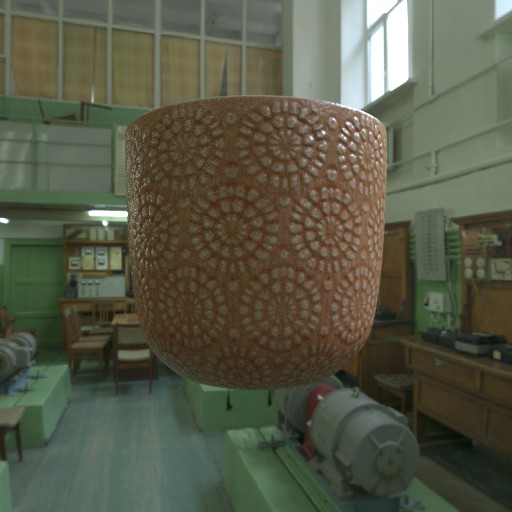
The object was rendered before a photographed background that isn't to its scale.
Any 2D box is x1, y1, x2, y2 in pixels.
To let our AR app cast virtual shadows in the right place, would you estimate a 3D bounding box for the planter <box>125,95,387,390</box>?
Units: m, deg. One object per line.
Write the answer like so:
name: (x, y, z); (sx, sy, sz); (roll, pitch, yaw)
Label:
planter: (0.000, 0.000, 0.366); (0.208, 0.190, 0.208); (0, -1, 0)
